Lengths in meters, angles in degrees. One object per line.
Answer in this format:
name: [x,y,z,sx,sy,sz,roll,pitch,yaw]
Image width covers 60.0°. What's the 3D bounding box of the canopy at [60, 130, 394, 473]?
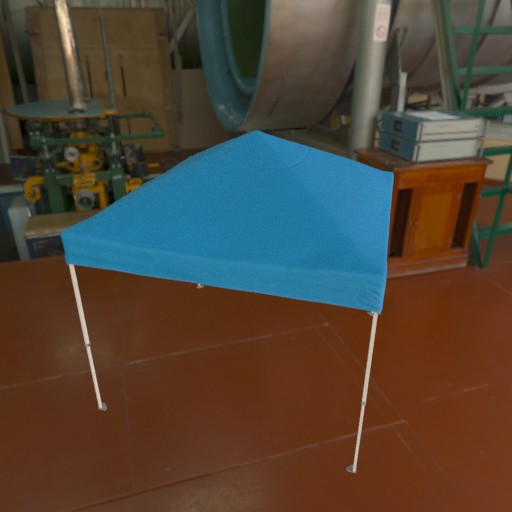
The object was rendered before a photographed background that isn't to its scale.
canopy: [0.000,0.000,5.394,2.996,2.997,2.998,8,28,15]
